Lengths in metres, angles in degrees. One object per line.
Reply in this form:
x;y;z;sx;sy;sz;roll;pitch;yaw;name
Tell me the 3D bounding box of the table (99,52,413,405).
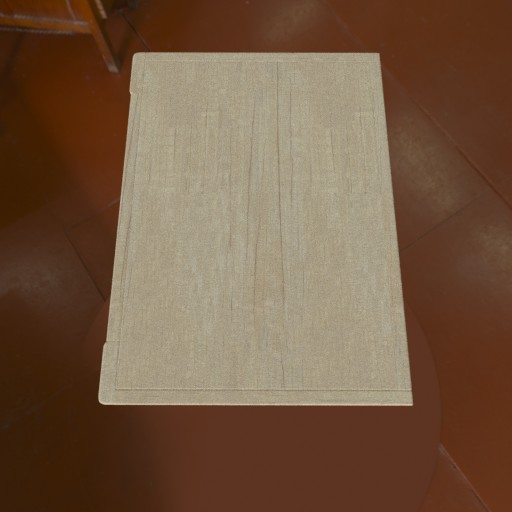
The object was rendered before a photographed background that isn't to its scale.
0.000;0.000;0.915;0.420;0.510;0.570;0;73;0;table
